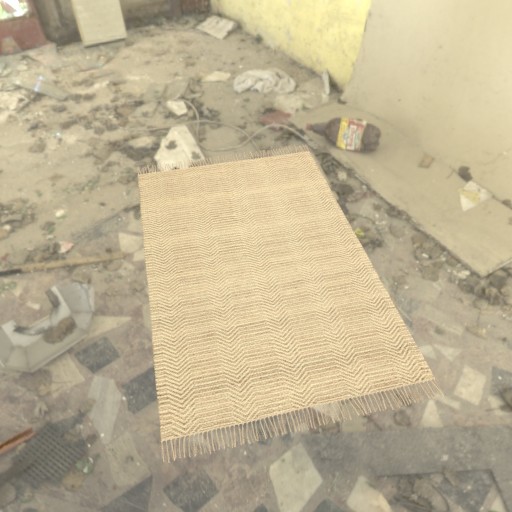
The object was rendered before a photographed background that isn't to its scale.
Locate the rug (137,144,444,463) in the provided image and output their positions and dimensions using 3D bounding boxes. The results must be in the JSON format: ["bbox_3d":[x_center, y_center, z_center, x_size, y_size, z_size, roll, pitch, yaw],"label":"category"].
[{"bbox_3d":[0.000,0.000,2.498,1.224,0.027,2.021,-10,48,-9],"label":"rug"}]
